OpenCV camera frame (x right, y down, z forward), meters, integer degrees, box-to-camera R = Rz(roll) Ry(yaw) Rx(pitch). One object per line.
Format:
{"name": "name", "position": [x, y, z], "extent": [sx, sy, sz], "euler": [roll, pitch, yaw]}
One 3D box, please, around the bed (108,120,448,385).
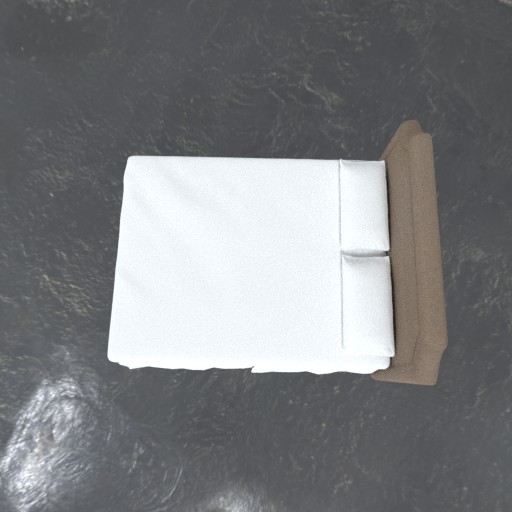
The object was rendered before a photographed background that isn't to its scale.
{"name": "bed", "position": [0.000, 0.000, 3.151], "extent": [2.116, 1.290, 1.693], "euler": [1, 76, 0]}
